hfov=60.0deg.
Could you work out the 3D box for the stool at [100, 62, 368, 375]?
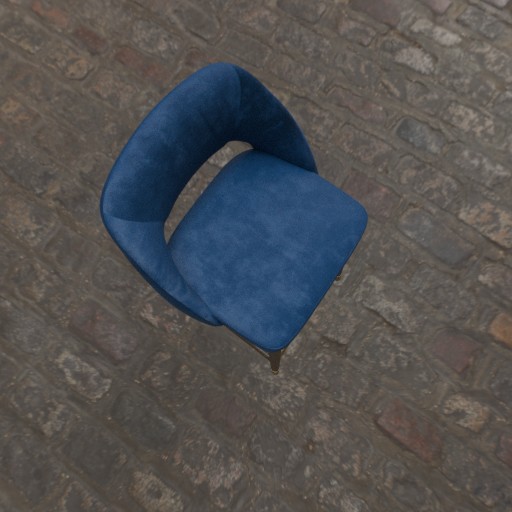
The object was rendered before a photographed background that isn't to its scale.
[{"bbox_3d":[0.000,0.000,1.286,0.515,1.016,0.514,34,78,8],"label":"stool"}]
